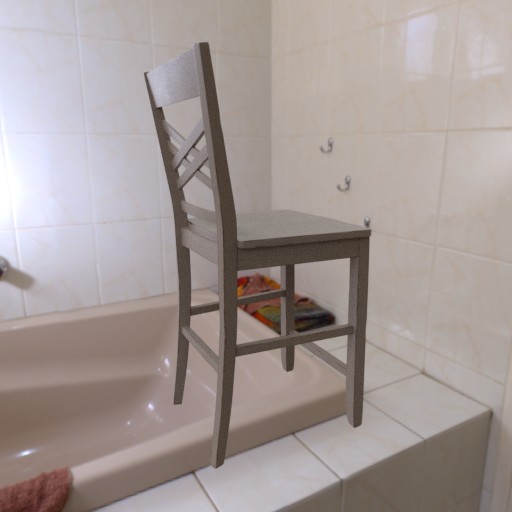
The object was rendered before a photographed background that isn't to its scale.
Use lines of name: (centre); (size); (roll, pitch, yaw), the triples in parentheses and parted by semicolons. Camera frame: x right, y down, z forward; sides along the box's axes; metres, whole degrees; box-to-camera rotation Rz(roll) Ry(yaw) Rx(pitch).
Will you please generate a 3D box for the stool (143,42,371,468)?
stool: (0.000, 0.000, 1.359); (0.539, 1.079, 0.462); (-7, 16, -27)
